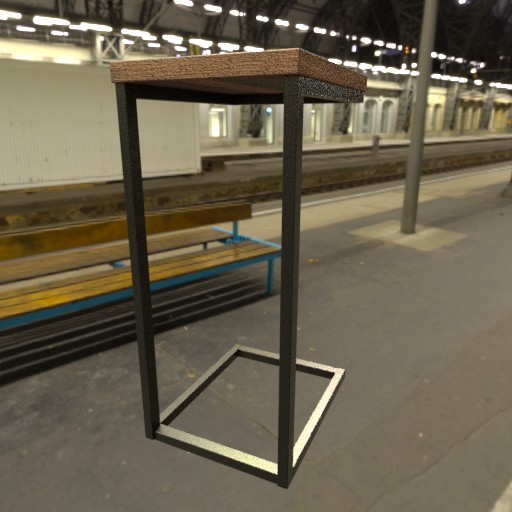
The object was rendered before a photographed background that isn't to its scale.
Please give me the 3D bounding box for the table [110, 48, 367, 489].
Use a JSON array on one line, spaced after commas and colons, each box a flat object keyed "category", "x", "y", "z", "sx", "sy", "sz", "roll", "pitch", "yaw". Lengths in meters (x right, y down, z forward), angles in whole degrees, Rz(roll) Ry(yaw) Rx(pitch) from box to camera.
[{"category": "table", "x": 0.000, "y": 0.000, "z": 0.922, "sx": 0.323, "sy": 0.718, "sz": 0.414, "roll": 8, "pitch": 19, "yaw": 24}]
